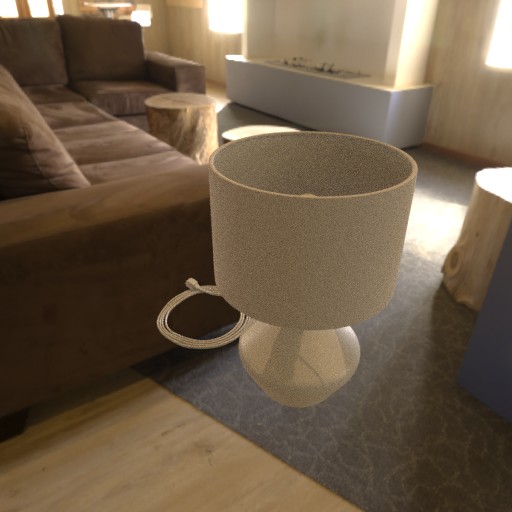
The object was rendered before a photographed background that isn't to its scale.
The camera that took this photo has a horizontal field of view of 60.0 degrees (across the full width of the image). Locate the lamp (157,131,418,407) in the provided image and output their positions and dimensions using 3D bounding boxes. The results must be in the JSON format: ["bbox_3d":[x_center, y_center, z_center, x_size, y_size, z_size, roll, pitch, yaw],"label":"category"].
[{"bbox_3d":[0.000,0.000,0.863,0.401,0.457,0.546,-9,32,-15],"label":"lamp"}]
